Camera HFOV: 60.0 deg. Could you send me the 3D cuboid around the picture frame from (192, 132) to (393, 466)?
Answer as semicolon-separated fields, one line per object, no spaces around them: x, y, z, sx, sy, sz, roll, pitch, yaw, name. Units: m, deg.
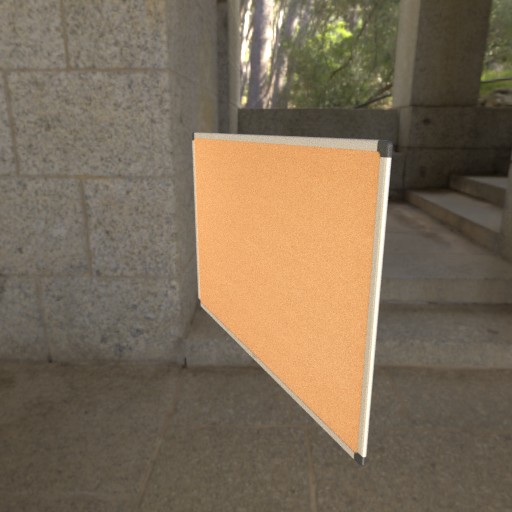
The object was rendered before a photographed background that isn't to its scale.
0.000;0.000;1.137;0.010;0.600;0.900;-8;18;-26;picture frame
